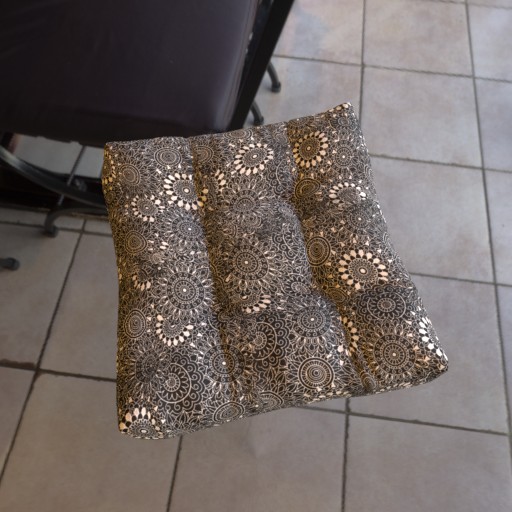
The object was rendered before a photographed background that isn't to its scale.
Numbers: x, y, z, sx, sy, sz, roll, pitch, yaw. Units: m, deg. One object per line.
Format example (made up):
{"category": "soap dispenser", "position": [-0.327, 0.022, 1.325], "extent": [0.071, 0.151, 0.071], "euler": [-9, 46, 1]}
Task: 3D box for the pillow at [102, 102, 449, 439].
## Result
{"category": "pillow", "position": [0.000, 0.000, 0.718], "extent": [0.468, 0.128, 0.490], "euler": [-10, 66, -5]}
